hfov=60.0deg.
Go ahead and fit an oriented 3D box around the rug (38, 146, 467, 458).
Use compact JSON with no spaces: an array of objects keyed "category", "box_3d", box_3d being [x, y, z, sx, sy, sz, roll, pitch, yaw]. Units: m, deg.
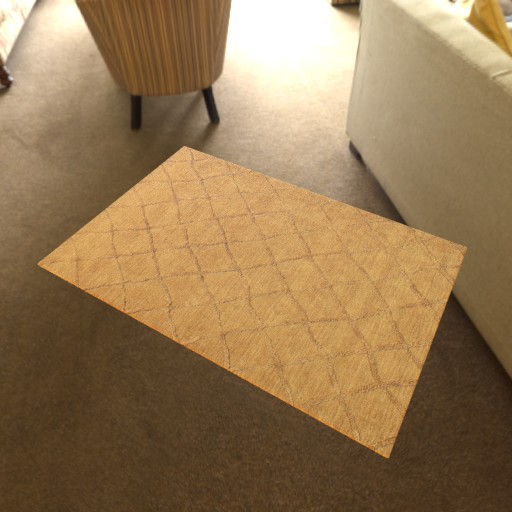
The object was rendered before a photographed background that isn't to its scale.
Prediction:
[{"category":"rug","box_3d":[0.000,0.000,2.839,2.292,0.014,1.528,24,51,20]}]
